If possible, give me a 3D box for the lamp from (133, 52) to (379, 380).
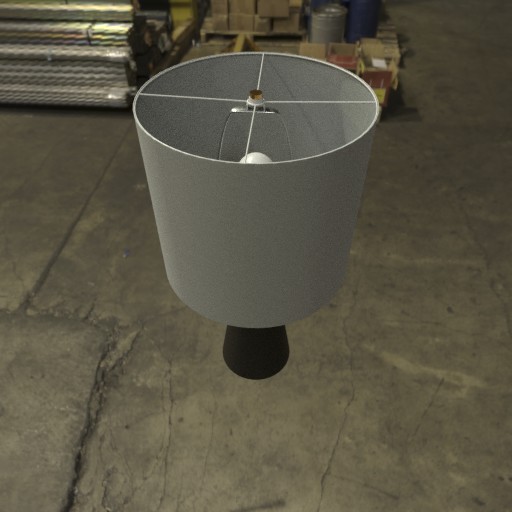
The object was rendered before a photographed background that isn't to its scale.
[{"bbox_3d":[0.000,0.000,0.764,0.308,0.580,0.308,3,45,3],"label":"lamp"}]
